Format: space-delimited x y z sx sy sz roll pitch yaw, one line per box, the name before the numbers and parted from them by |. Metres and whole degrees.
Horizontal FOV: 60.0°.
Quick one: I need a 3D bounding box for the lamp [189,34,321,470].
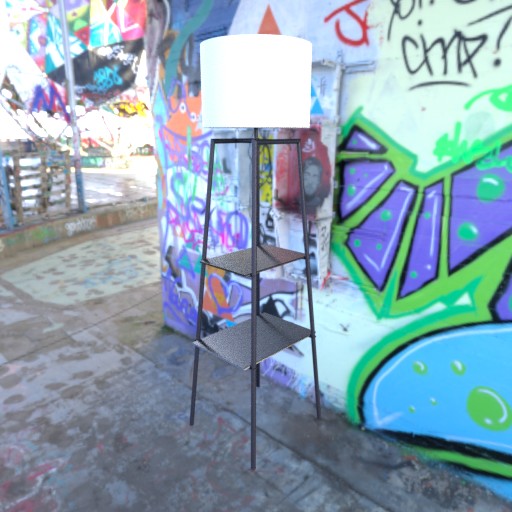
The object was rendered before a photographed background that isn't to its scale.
lamp | 0.000 0.000 1.696 0.384 1.474 0.427 15 21 42
